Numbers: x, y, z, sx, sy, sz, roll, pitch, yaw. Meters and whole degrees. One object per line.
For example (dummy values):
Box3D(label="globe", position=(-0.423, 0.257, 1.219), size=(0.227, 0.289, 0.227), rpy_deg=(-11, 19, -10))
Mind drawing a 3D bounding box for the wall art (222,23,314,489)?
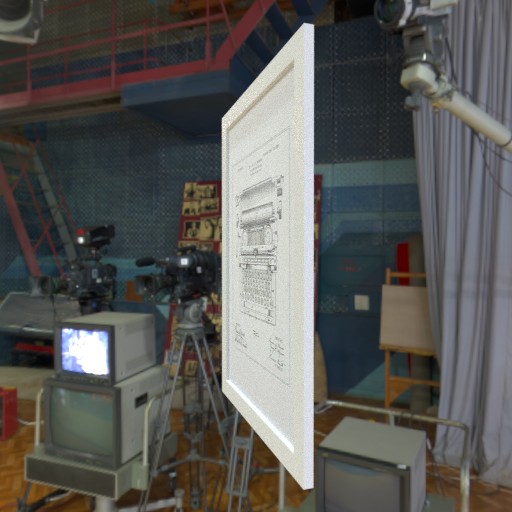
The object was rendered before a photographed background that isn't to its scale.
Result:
Box3D(label="wall art", position=(0.000, 0.000, 0.688), size=(0.013, 0.533, 0.381), rpy_deg=(0, 1, -19))
